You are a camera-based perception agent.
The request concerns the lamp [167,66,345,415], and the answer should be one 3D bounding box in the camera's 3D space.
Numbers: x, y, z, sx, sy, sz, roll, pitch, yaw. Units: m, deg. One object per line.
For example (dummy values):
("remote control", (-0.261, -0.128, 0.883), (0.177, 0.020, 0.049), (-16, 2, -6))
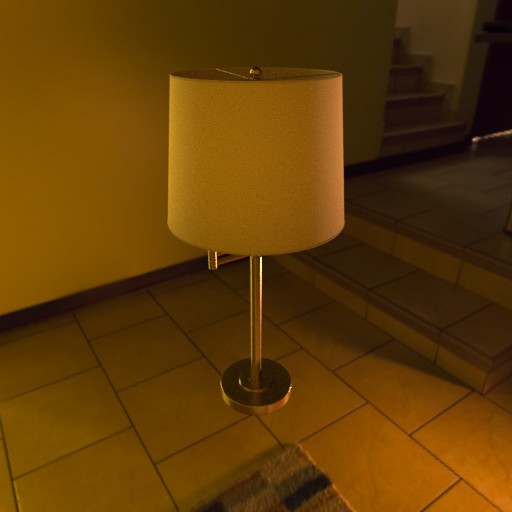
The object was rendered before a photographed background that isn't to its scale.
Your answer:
("lamp", (0.000, 0.000, 0.884), (0.333, 0.696, 0.333), (0, 27, 0))
